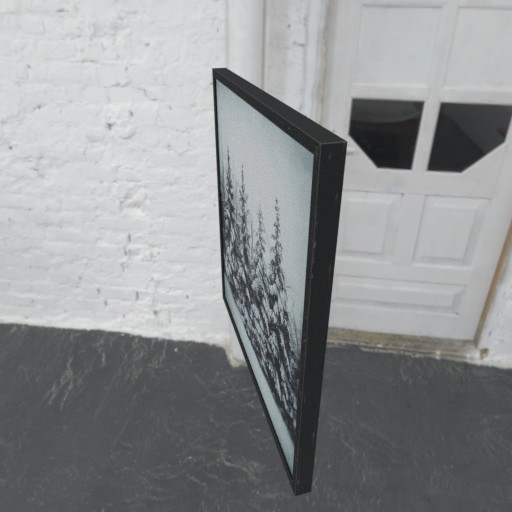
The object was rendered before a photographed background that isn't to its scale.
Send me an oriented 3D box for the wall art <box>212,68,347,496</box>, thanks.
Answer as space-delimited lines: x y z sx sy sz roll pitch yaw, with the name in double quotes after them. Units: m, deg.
0.000 0.000 1.080 0.037 0.761 0.761 -8 31 -13 "wall art"
